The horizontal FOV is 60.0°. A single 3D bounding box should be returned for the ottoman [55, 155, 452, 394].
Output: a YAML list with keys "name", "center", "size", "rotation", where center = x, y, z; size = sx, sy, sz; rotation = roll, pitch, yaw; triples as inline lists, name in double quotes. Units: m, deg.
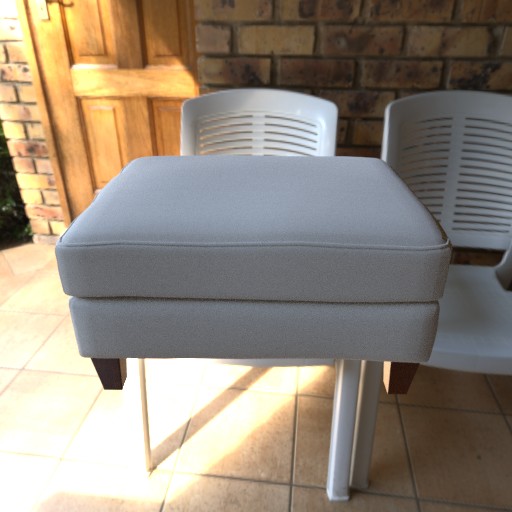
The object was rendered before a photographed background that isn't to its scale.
- name: "ottoman"
  center: [0.000, 0.000, 1.220]
  size: [0.818, 0.479, 0.634]
  rotation: [1, 29, 1]
